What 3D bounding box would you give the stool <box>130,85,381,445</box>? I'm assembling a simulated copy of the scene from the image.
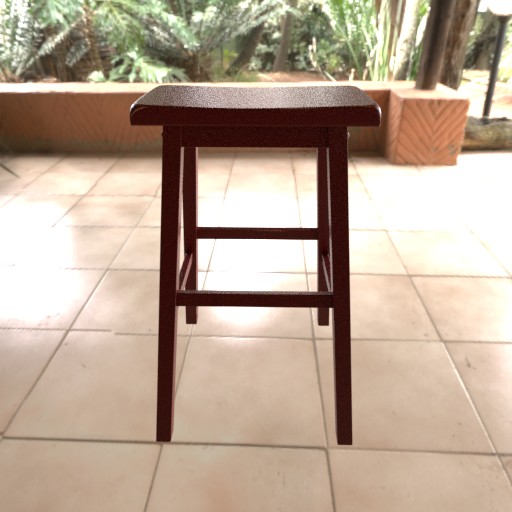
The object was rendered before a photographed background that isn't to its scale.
[{"bbox_3d":[0.000,0.000,1.059,0.457,0.737,0.476,1,29,1],"label":"stool"}]
